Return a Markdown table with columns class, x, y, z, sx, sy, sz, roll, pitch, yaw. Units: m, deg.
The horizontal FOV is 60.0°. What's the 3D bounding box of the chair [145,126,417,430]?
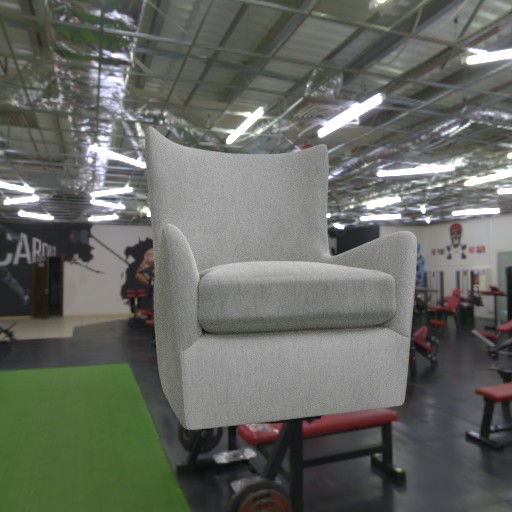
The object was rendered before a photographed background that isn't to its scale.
| class | x | y | z | sx | sy | sz | roll | pitch | yaw |
| --- | --- | --- | --- | --- | --- | --- | --- | --- | --- |
| chair | 0.000 | 0.000 | 1.641 | 0.779 | 1.000 | 0.904 | 0 | -1 | -18 |
